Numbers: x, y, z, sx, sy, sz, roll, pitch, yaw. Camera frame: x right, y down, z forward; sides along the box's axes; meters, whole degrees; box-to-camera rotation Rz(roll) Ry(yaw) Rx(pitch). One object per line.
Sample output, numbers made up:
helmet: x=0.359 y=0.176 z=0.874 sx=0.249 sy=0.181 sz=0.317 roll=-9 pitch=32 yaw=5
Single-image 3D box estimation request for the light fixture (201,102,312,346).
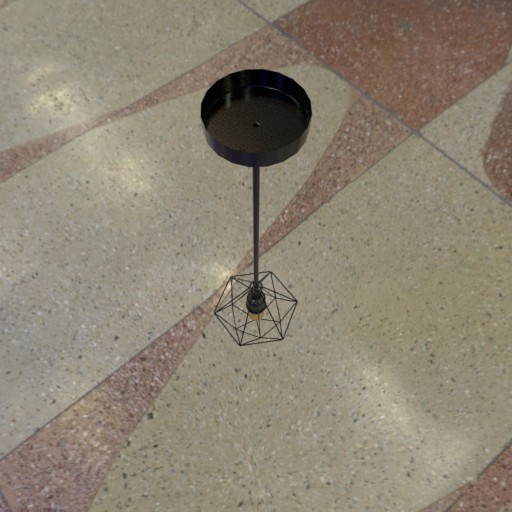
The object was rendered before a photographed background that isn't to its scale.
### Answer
light fixture: x=0.000 y=0.000 z=1.958 sx=0.431 sy=1.764 sz=0.487 roll=-35 pitch=69 yaw=-16
